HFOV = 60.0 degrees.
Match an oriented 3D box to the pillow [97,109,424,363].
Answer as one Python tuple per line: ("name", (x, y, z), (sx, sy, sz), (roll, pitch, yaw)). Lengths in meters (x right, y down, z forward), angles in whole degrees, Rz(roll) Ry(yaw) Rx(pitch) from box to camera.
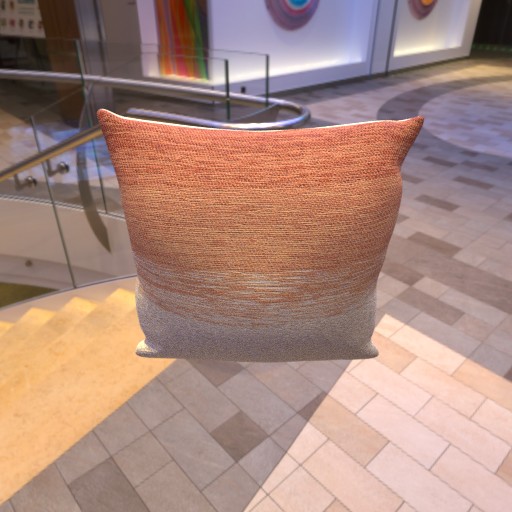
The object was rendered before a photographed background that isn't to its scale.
("pillow", (0.000, 0.000, 0.687), (0.440, 0.441, 0.182), (1, 31, 1))
